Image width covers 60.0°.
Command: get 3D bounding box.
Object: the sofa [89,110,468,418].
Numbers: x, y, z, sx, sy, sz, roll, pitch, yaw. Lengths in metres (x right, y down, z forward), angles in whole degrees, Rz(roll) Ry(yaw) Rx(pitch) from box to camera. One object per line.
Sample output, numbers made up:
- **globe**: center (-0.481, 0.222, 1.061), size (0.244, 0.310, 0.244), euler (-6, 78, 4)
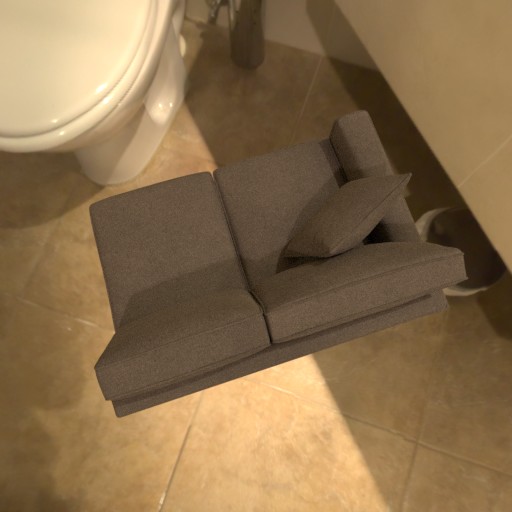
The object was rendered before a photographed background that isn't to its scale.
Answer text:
- **sofa**: center (0.000, 0.000, 2.030), size (1.388, 0.989, 0.991), euler (-17, 76, -4)
